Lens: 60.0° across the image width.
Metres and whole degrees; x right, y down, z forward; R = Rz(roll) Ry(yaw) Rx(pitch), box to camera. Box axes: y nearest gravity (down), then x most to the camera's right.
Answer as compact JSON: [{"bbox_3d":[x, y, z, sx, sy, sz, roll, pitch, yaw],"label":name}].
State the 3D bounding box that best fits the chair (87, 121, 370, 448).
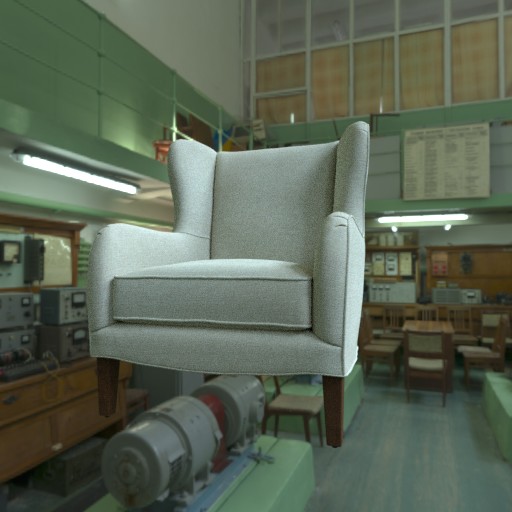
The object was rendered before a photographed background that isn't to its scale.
[{"bbox_3d":[0.000,0.000,1.699,0.838,1.040,0.966,0,-1,19],"label":"chair"}]
